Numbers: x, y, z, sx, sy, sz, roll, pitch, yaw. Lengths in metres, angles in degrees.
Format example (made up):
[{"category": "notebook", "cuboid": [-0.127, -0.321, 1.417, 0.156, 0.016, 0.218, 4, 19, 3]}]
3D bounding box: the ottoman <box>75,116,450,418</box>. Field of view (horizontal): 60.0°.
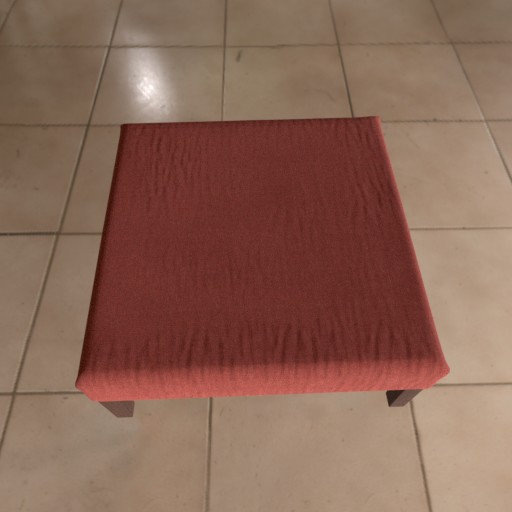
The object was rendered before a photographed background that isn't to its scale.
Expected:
[{"category": "ottoman", "cuboid": [0.000, 0.000, 1.407, 0.889, 0.411, 0.890, -2, 58, -1]}]
